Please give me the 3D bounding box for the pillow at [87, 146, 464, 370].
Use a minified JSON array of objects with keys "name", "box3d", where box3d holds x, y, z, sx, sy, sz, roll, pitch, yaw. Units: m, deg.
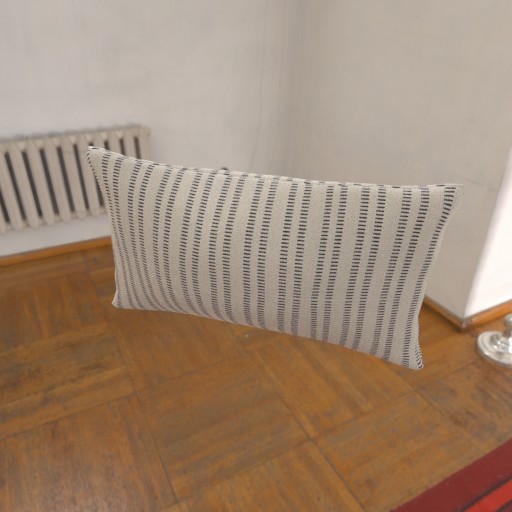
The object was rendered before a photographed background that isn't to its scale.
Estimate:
[{"name":"pillow","box3d":[0.000,0.000,0.807,0.640,0.353,0.210,9,32,15]}]
